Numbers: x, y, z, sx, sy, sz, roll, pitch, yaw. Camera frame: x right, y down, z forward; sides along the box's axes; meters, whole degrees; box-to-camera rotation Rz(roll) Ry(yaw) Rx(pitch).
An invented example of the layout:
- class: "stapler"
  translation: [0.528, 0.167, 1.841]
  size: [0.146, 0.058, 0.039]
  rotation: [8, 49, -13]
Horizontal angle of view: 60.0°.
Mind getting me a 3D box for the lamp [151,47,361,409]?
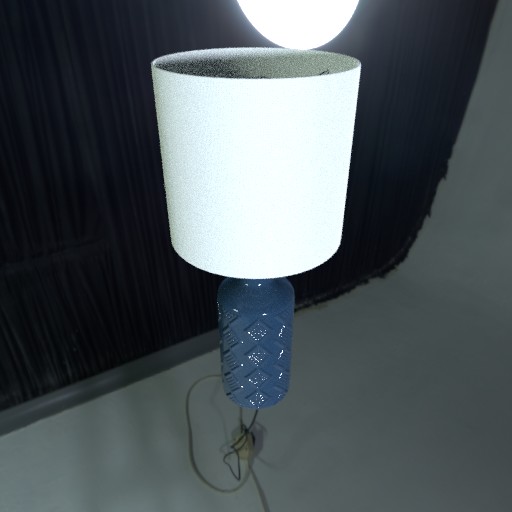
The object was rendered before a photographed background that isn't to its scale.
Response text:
- class: "lamp"
  translation: [0.000, 0.000, 0.565]
  size: [0.207, 0.461, 0.207]
  rotation: [-20, 37, -29]
